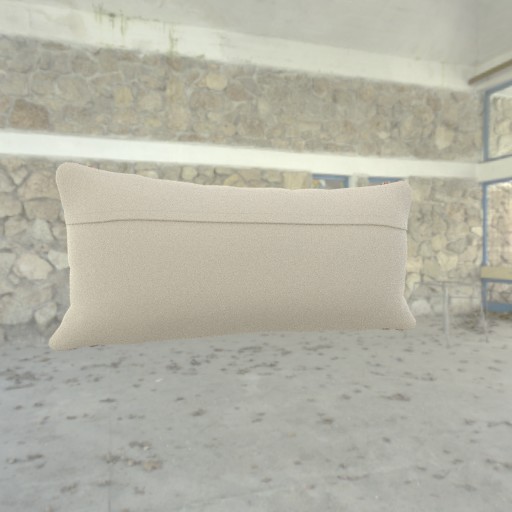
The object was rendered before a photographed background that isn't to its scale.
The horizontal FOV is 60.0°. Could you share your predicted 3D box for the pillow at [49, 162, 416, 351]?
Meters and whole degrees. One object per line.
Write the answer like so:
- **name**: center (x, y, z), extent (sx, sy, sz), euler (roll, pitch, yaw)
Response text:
- **pillow**: center (0.000, 0.000, 0.740), extent (0.635, 0.282, 0.139), euler (0, 0, -17)
